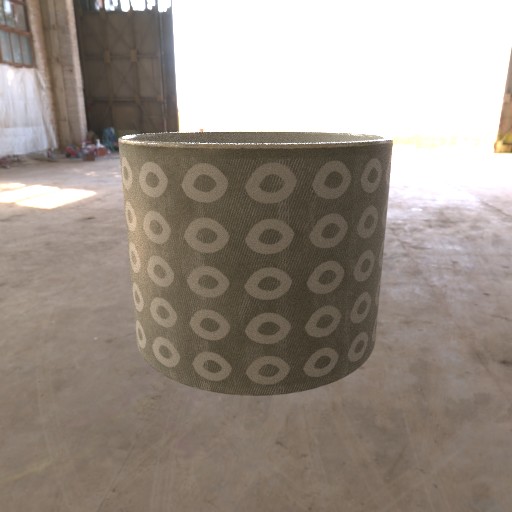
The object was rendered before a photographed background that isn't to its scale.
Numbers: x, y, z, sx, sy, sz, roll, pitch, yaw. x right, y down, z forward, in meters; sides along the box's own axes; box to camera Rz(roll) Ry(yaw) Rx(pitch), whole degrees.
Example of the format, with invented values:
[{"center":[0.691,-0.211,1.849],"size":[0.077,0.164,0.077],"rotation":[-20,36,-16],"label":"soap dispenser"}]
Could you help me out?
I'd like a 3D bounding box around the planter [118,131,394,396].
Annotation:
[{"center":[0.000,0.000,0.456],"size":[0.250,0.239,0.250],"rotation":[0,18,0],"label":"planter"}]
